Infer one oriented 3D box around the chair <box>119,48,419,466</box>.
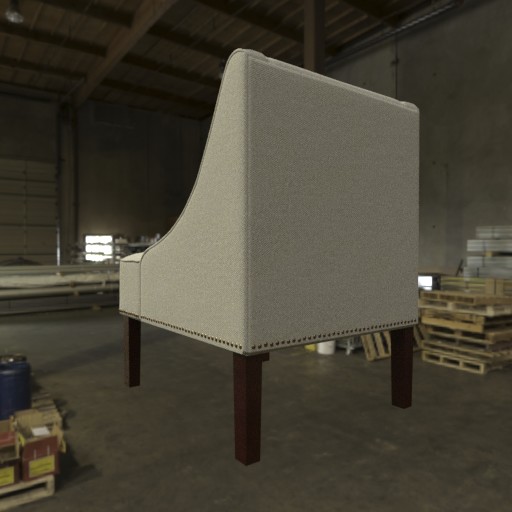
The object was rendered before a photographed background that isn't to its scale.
[{"bbox_3d":[0.000,0.000,1.376,0.628,0.872,0.748,-1,1,-37],"label":"chair"}]
